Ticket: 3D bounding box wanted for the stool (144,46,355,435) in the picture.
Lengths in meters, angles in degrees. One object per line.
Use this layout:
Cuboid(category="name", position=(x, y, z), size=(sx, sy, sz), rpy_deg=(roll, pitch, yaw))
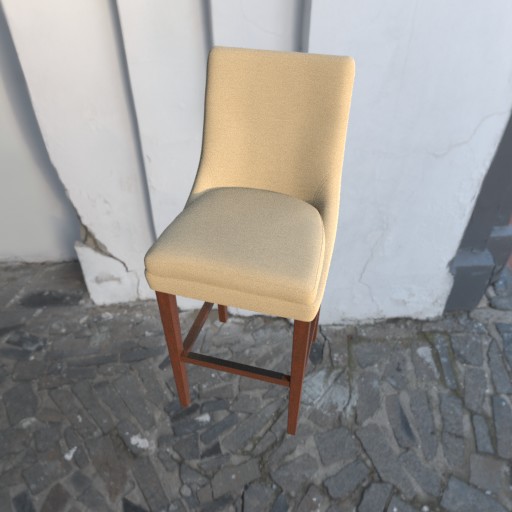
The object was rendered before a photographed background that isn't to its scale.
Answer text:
Cuboid(category="stool", position=(0.000, 0.000, 1.385), size=(0.470, 1.078, 0.577), rpy_deg=(10, 41, 12))
